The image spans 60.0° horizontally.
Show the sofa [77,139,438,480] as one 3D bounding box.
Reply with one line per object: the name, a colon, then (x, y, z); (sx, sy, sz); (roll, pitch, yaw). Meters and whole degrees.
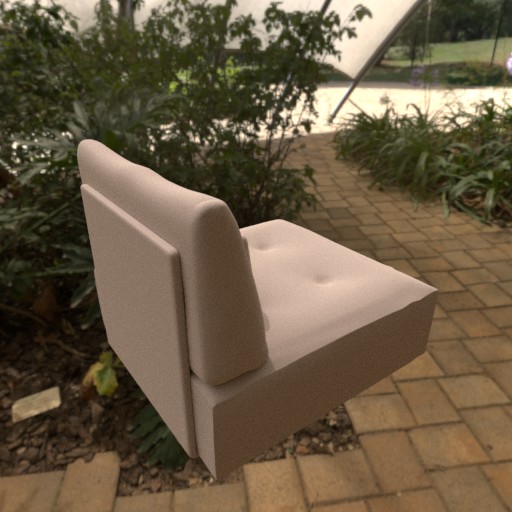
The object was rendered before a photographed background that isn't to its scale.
sofa: (0.000, 0.000, 1.665); (1.000, 0.828, 0.935); (-17, 30, -32)
